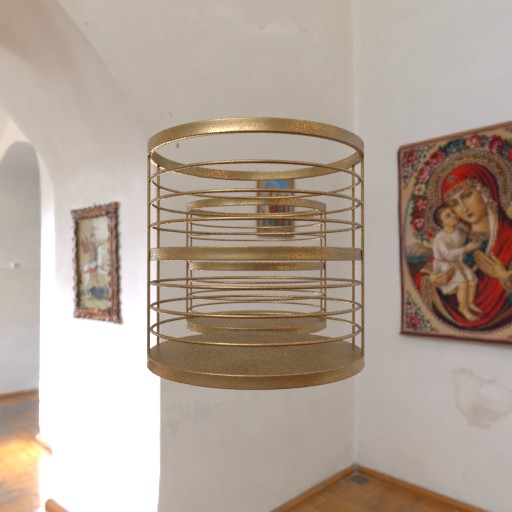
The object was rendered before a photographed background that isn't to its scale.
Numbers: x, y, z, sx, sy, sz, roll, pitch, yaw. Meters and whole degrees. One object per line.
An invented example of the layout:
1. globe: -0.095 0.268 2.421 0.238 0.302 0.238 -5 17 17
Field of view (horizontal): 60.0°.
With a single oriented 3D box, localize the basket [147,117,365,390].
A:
1. basket: 0.000 0.000 0.940 0.356 0.351 0.746 0 -1 0
